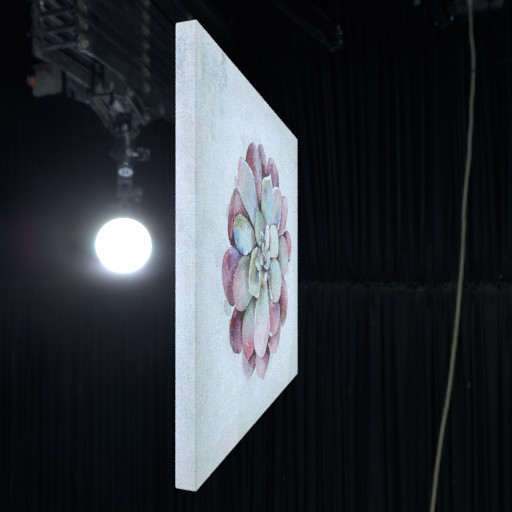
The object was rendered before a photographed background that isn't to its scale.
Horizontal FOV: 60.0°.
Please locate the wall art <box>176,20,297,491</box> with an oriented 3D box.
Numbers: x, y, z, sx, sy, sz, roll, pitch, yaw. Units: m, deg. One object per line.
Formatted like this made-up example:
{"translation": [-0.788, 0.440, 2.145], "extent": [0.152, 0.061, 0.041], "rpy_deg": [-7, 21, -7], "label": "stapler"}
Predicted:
{"translation": [0.000, 0.000, 1.083], "extent": [0.041, 0.762, 0.762], "rpy_deg": [0, 0, 18], "label": "wall art"}
